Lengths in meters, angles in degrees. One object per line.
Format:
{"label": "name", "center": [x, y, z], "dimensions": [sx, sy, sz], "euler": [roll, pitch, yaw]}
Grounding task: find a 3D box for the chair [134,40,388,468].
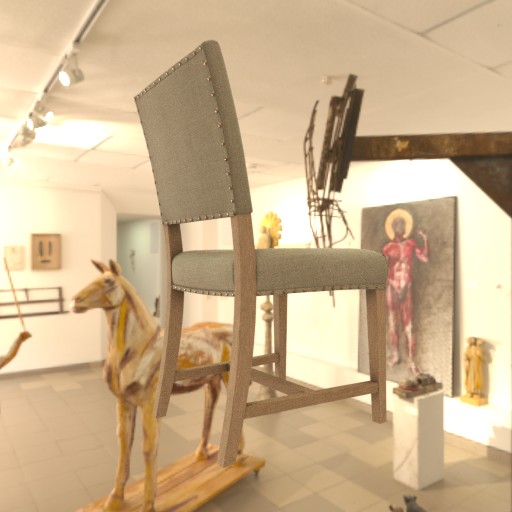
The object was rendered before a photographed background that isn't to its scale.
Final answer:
{"label": "chair", "center": [0.000, 0.000, 1.342], "dimensions": [0.622, 0.986, 0.508], "euler": [0, 0, -36]}
